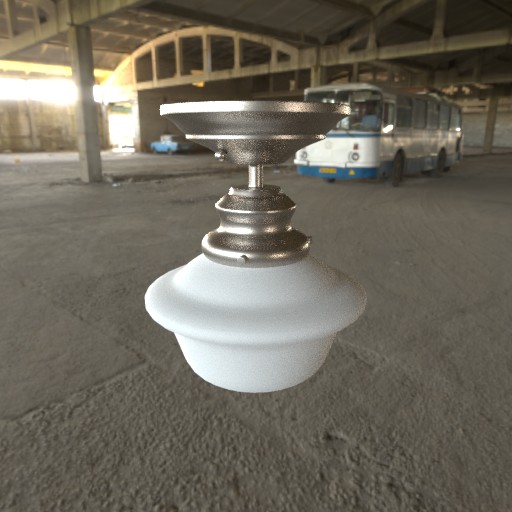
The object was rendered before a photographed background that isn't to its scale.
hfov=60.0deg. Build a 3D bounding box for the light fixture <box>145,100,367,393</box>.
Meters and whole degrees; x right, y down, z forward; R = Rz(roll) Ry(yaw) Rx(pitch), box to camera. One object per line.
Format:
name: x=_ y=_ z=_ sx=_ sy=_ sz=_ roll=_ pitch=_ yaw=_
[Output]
light fixture: x=0.000 y=0.000 z=0.397 sx=0.199 sy=0.254 sz=0.199 roll=0 pitch=16 yaw=0
